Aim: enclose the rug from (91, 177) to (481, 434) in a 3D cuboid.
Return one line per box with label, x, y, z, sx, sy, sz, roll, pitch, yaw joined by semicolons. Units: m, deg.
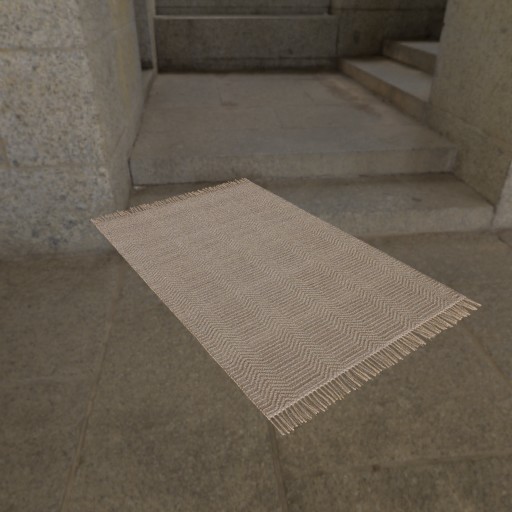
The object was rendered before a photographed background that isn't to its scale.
rug;0.000;0.000;3.125;1.528;0.034;2.523;-21;37;-30
